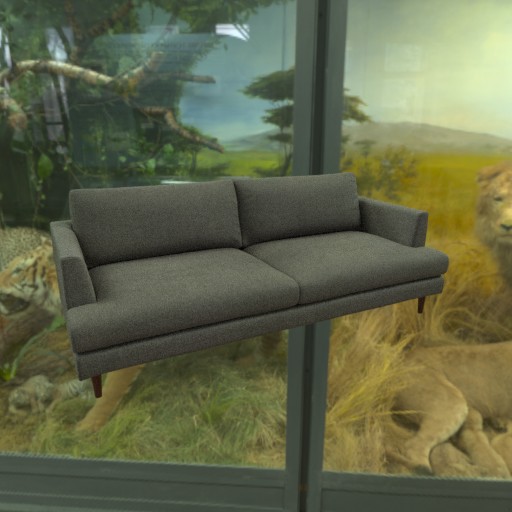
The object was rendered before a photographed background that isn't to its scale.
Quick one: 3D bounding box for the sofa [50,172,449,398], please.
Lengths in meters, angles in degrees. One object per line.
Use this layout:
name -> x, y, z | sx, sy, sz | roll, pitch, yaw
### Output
sofa -> 0.000, 0.000, 2.738 | 2.250, 0.868, 1.020 | -9, 19, -26
